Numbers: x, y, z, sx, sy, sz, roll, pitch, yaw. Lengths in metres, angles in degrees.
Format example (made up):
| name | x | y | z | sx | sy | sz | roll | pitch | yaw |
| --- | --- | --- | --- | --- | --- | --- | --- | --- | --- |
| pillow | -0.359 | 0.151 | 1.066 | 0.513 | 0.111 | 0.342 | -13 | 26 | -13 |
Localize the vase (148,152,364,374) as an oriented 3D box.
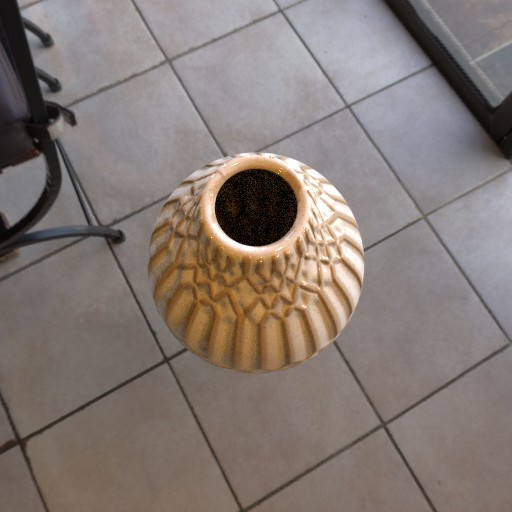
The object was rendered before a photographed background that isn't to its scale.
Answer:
| name | x | y | z | sx | sy | sz | roll | pitch | yaw |
| --- | --- | --- | --- | --- | --- | --- | --- | --- | --- |
| vase | 0.000 | 0.000 | 0.310 | 0.159 | 0.200 | 0.159 | 0 | 76 | 0 |
